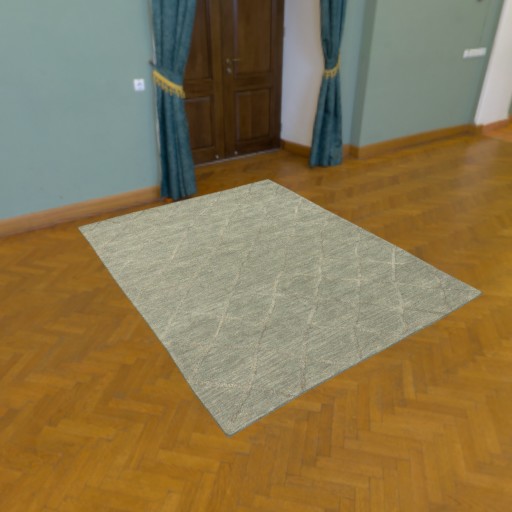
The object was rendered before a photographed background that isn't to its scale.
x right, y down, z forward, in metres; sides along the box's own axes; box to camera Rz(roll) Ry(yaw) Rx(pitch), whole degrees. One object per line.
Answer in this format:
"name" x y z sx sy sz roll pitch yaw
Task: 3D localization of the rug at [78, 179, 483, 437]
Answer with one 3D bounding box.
"rug" 0.000 0.000 4.089 2.438 0.013 3.048 -19 36 -29
